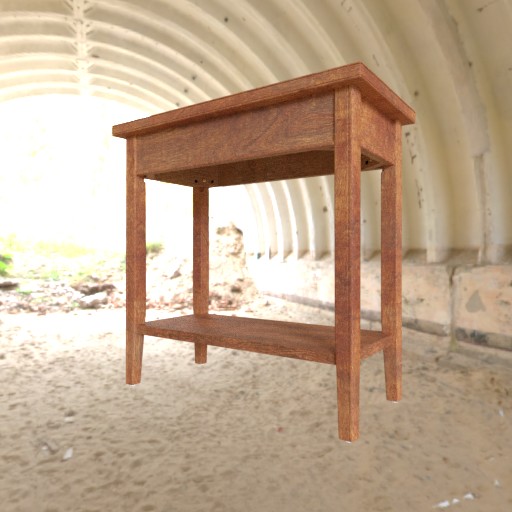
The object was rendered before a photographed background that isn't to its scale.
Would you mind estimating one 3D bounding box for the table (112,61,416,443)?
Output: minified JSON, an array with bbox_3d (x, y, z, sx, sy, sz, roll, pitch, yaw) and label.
[{"bbox_3d":[0.000,0.000,0.987,0.610,0.610,0.305,0,0,35],"label":"table"}]
